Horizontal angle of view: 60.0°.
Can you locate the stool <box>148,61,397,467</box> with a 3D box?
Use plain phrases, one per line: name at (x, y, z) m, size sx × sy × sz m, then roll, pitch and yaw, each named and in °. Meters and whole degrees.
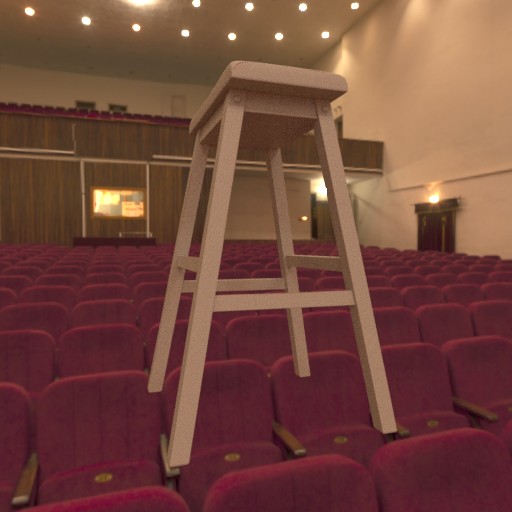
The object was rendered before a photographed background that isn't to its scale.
stool at (0.000, 0.000, 1.069) m, size 0.476 × 0.737 × 0.457 m, roll 0°, pitch 1°, yaw -18°
